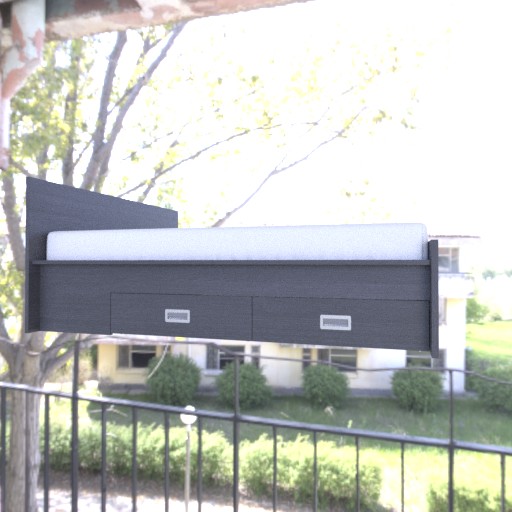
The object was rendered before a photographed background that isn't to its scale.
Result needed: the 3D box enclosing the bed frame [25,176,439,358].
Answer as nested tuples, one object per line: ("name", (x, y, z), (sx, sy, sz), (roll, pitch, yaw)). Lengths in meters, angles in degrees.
("bed frame", (0.000, 0.000, 2.742), (1.960, 0.800, 1.622), (0, -1, 18))
